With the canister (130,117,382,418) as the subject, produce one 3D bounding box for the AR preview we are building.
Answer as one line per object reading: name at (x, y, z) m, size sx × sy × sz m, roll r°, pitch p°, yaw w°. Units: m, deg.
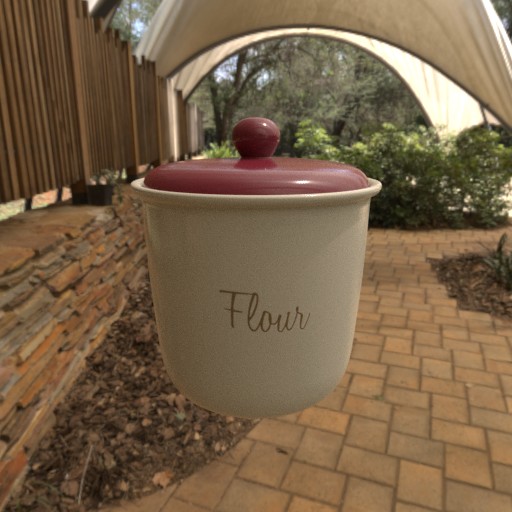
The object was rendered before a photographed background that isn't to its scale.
canister at (0.000, 0.000, 0.347) m, size 0.182 × 0.208 × 0.182 m, roll 0°, pitch 15°, yaw 0°
